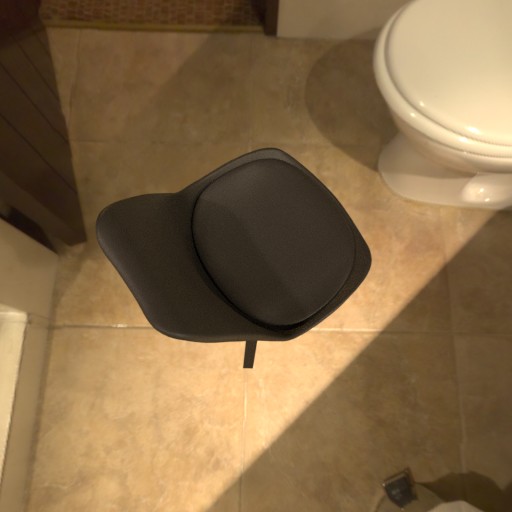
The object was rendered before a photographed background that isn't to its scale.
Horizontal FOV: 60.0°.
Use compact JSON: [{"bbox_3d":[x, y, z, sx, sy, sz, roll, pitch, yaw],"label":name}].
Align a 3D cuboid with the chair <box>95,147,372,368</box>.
[{"bbox_3d":[0.000,0.000,1.192,0.550,0.850,0.485,-35,78,-9],"label":"chair"}]
